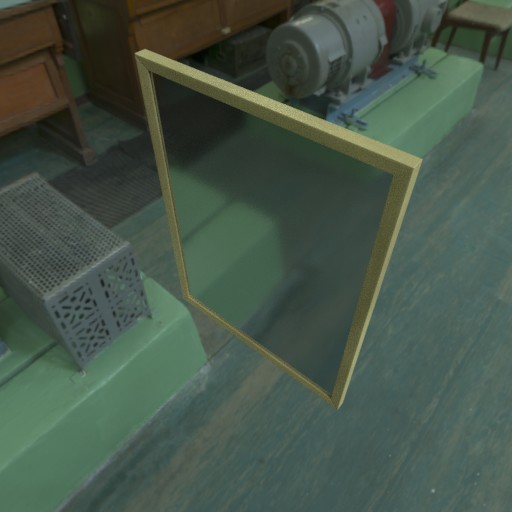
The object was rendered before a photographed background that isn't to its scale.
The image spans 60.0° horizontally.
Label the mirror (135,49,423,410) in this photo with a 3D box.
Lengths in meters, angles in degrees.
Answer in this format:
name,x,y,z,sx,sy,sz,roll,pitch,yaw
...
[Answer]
name,x,y,z,sx,sy,sz,roll,pitch,yaw
mirror,0.000,0.000,1.337,0.762,1.016,0.040,31,54,26
